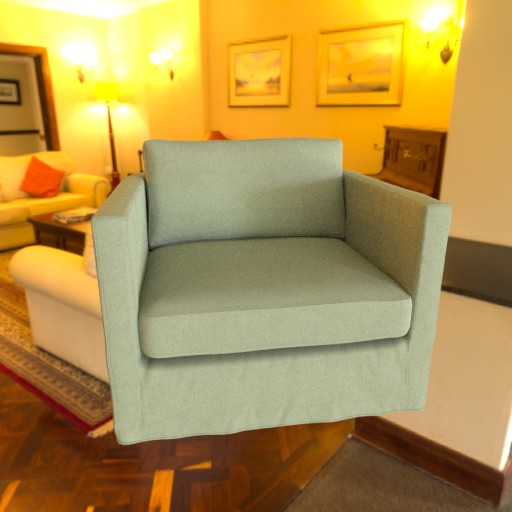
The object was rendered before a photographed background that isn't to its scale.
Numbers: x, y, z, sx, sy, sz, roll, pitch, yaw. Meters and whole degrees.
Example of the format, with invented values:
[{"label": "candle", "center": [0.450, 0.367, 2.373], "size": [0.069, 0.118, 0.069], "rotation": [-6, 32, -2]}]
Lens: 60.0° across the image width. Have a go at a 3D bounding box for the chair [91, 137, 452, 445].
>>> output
[{"label": "chair", "center": [0.000, 0.000, 1.725], "size": [1.057, 0.863, 0.949], "rotation": [-3, 18, -9]}]
